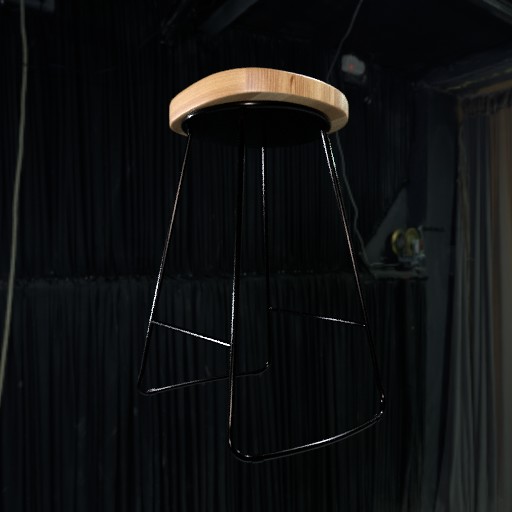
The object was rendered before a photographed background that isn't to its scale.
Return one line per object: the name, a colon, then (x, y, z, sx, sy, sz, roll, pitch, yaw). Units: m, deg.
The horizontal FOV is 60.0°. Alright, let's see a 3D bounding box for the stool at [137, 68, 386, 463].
stool: (0.000, 0.000, 0.994, 0.401, 0.679, 0.480, 0, 0, -36)
